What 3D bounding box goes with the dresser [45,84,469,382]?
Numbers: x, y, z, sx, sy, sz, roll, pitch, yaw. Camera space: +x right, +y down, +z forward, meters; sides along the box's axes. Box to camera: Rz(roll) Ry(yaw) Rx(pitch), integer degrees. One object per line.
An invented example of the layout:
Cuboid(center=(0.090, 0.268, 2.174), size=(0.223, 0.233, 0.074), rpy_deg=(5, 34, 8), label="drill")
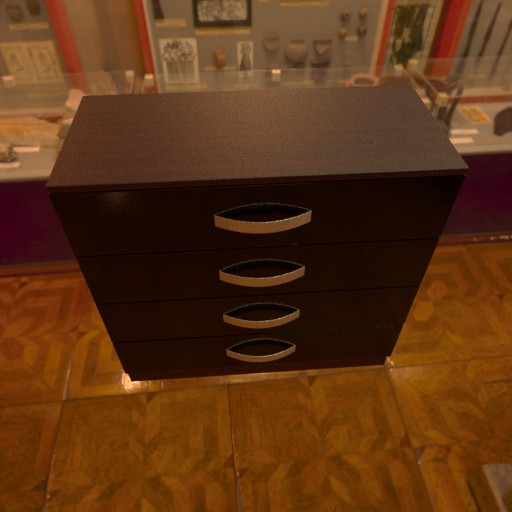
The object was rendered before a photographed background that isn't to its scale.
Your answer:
Cuboid(center=(0.000, 0.000, 1.146), size=(0.750, 0.720, 0.360), rpy_deg=(-3, 46, -3), label="dresser")
